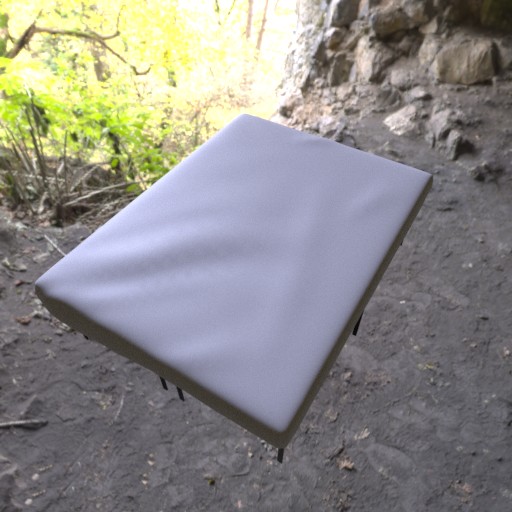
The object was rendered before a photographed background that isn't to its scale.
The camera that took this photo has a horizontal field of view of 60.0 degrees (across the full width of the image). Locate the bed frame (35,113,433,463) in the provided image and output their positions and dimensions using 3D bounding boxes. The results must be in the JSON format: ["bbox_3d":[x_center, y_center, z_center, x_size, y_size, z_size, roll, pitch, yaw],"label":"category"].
[{"bbox_3d":[0.000,0.000,2.887,1.584,0.667,2.151,25,52,21],"label":"bed frame"}]
